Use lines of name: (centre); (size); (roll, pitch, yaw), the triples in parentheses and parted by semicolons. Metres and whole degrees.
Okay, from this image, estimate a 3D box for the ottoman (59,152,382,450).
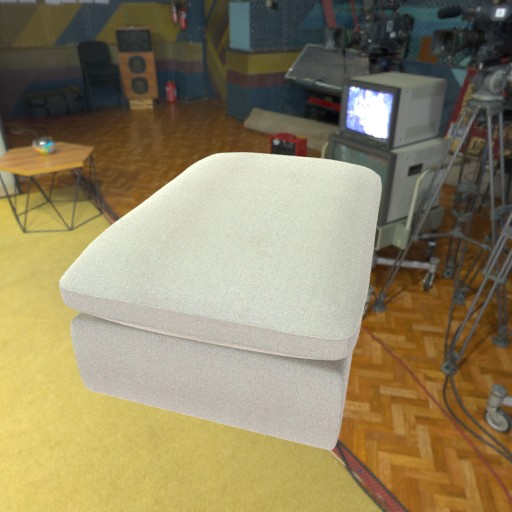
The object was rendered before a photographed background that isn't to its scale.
ottoman: (0.000, 0.000, 1.366); (0.686, 0.453, 0.984); (8, 31, 14)
